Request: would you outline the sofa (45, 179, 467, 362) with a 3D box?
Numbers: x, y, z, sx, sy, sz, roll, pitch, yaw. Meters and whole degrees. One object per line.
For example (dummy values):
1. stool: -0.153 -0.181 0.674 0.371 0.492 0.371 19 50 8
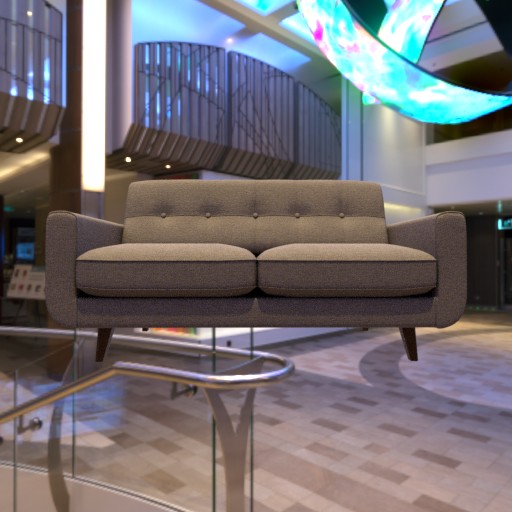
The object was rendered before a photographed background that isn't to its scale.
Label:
1. sofa: 0.000 0.000 2.130 1.631 0.841 0.909 0 -1 -1
